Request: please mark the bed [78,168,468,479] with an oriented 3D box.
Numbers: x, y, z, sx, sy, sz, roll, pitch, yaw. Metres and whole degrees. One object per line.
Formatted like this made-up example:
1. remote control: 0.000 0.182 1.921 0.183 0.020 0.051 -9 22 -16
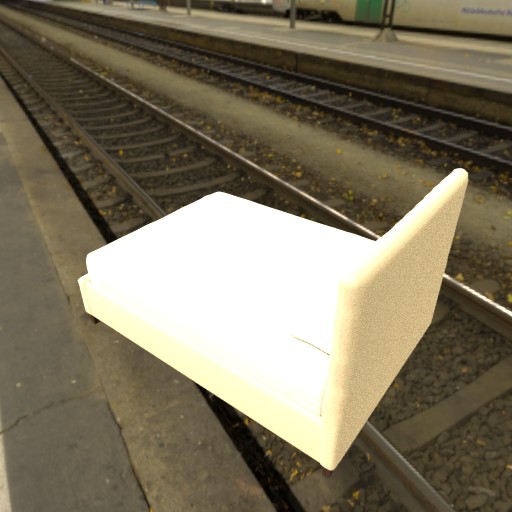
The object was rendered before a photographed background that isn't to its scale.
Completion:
1. bed: 0.000 0.000 3.402 2.387 1.427 1.698 22 38 31
